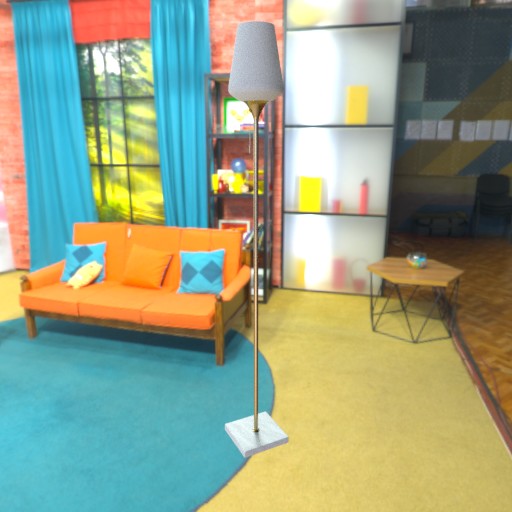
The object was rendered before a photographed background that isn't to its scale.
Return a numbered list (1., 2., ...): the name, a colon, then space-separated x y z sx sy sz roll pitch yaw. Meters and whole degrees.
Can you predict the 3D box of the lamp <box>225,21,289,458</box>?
1. lamp: 0.000 0.000 1.921 0.232 1.813 0.229 -8 17 -26
